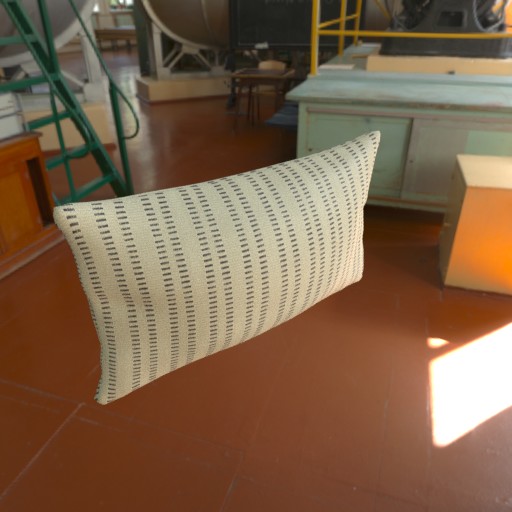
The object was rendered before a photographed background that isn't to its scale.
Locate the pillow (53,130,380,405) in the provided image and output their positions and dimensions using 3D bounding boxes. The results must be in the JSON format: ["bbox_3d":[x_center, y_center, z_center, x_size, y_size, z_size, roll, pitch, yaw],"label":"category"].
[{"bbox_3d":[0.000,0.000,0.799,0.640,0.353,0.210,-21,36,-32],"label":"pillow"}]
